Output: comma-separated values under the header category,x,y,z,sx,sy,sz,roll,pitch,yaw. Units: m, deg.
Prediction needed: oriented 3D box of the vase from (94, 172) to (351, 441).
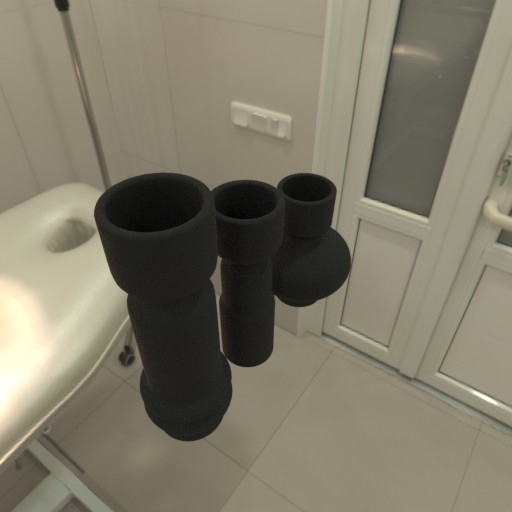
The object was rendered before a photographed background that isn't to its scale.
category,x,y,z,sx,sy,sz,roll,pitch,yaw
vase,0.000,0.000,0.430,0.120,0.249,0.307,25,46,26
